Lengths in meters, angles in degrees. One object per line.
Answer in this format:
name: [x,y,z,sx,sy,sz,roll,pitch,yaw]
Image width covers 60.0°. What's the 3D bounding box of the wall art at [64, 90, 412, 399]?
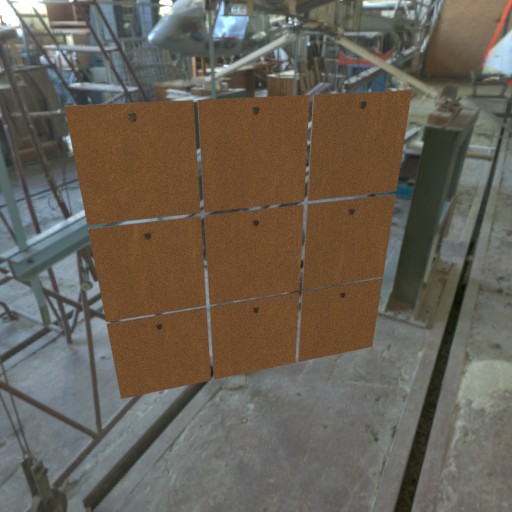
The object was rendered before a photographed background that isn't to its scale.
wall art: [0.000,0.000,2.239,1.526,1.522,0.023,-8,29,-15]
